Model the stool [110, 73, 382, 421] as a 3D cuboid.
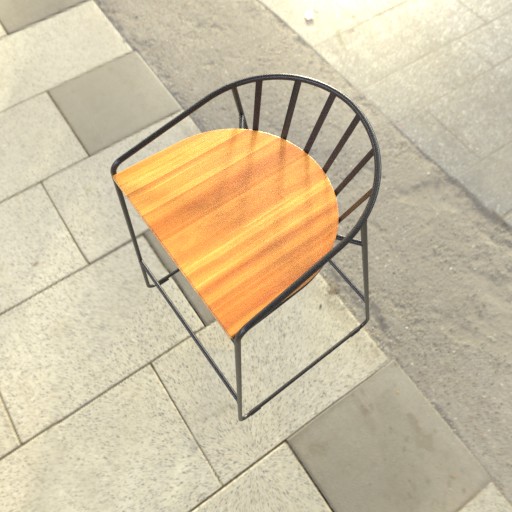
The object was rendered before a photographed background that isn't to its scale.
[{"bbox_3d":[0.000,0.000,1.136,0.521,0.812,0.546,-34,70,-15],"label":"stool"}]
